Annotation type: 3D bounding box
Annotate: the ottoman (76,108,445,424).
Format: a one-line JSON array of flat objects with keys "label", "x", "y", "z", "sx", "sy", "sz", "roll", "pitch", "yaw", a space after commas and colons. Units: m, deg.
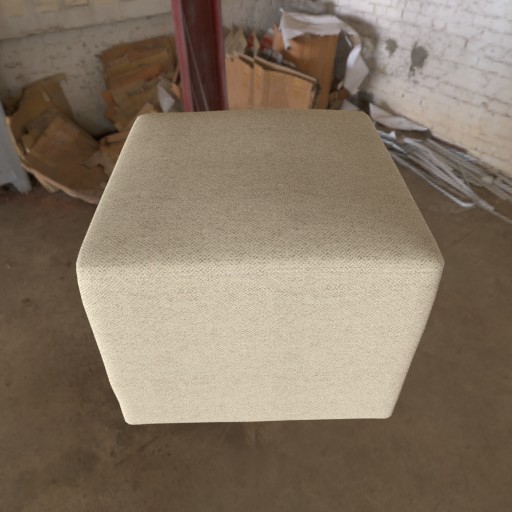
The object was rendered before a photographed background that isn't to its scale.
[{"label": "ottoman", "x": 0.000, "y": 0.000, "z": 0.900, "sx": 0.512, "sy": 0.453, "sz": 0.521, "roll": -1, "pitch": 41, "yaw": -1}]
